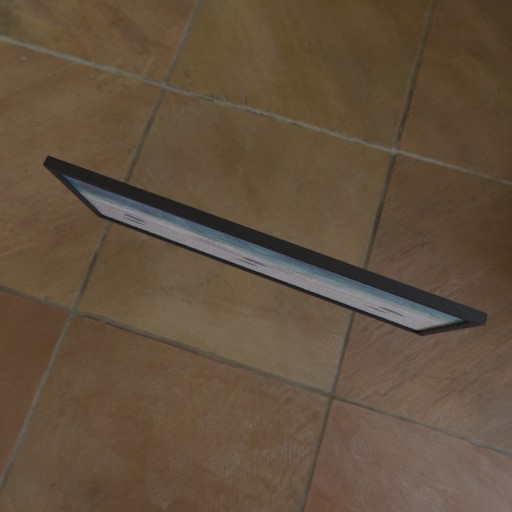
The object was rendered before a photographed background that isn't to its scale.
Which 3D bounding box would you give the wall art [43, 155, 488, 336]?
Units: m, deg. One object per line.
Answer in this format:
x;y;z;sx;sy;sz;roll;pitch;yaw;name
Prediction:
0.000;0.000;1.750;1.572;0.554;0.041;20;77;5;wall art
